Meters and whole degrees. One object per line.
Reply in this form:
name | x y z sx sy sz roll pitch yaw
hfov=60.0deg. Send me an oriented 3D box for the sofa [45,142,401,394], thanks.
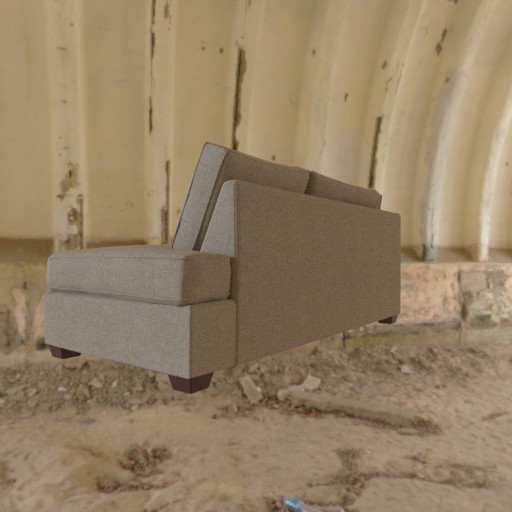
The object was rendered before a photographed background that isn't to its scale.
sofa | 0.000 0.000 2.797 1.110 1.019 2.238 0 0 37
